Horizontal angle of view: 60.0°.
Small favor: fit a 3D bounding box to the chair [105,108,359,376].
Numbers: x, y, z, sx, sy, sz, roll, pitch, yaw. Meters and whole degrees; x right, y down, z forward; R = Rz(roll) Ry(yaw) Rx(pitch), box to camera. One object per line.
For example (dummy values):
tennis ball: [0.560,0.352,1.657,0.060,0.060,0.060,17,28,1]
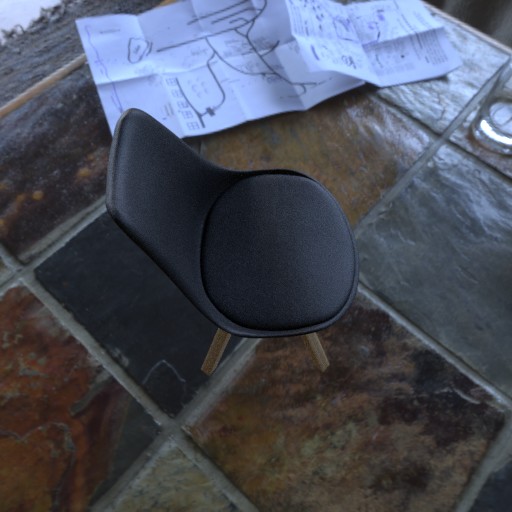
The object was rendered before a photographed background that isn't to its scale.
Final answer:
chair: [0.000,0.000,1.194,0.549,0.850,0.485,-2,64,-1]
